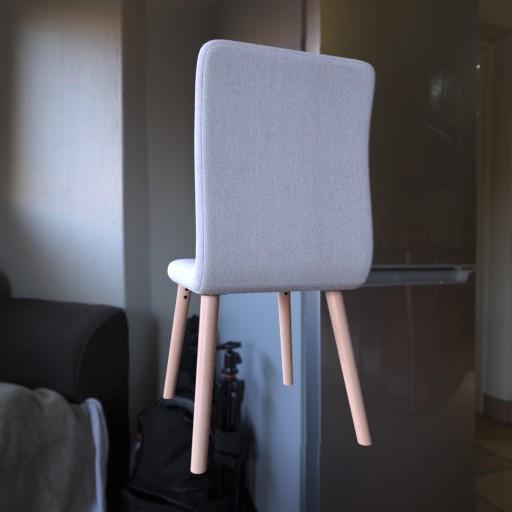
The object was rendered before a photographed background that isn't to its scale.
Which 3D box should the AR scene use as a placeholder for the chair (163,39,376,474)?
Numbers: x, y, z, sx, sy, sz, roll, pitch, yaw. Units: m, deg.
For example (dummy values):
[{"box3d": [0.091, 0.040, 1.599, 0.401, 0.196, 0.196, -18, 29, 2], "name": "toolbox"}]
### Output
[{"box3d": [0.000, 0.000, 1.191, 0.435, 0.885, 0.550, 0, 2, -19], "name": "chair"}]
